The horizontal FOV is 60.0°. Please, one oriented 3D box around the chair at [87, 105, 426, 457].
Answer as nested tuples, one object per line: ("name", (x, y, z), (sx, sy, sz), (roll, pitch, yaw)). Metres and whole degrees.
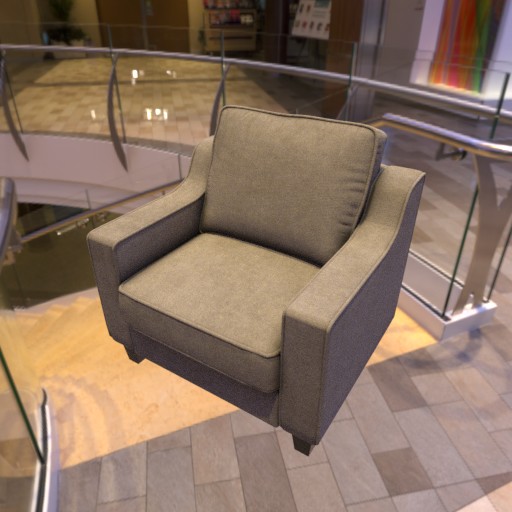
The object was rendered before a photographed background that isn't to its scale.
("chair", (0.000, 0.000, 1.654), (0.926, 0.944, 0.840), (18, 35, 28))
